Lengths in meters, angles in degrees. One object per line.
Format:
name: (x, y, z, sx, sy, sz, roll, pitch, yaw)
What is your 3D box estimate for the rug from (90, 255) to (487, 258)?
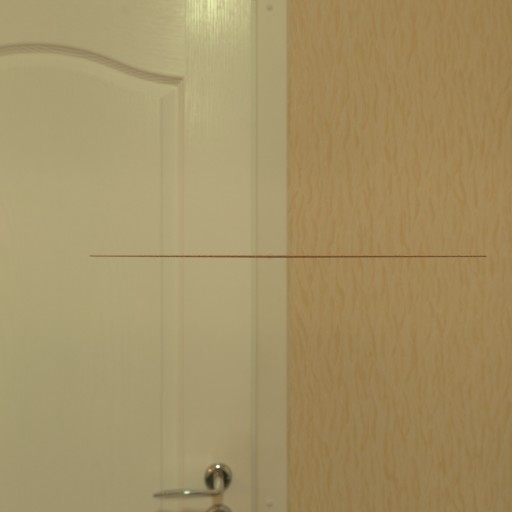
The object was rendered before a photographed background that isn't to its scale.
rug: (0.000, 0.000, 2.359, 1.219, 0.008, 1.829, 0, 0, -36)
